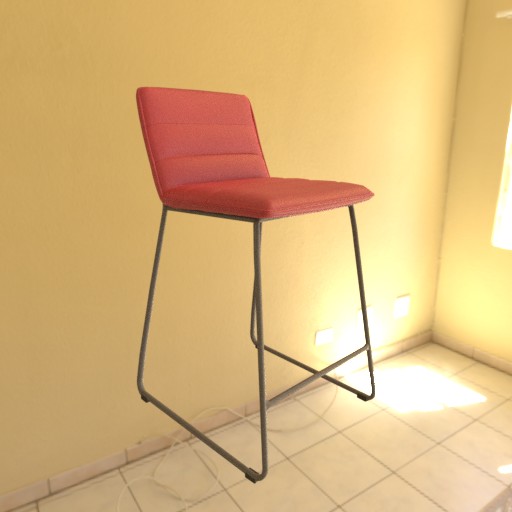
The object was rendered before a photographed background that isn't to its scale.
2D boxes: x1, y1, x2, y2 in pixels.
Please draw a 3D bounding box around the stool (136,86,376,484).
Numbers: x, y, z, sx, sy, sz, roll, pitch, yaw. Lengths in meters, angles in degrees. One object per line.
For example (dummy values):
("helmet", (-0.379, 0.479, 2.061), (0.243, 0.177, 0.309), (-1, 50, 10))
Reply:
("stool", (0.000, 0.000, 1.186), (0.489, 0.866, 0.524), (-14, 21, -42))
